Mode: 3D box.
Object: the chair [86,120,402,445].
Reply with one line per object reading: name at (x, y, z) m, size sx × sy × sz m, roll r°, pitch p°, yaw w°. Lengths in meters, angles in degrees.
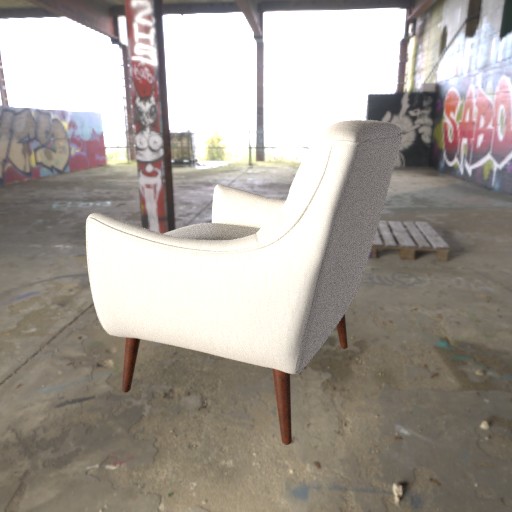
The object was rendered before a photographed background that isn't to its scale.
chair at (0.000, 0.000, 1.434) m, size 0.787 × 0.838 × 0.762 m, roll 8°, pitch 18°, yaw 25°
